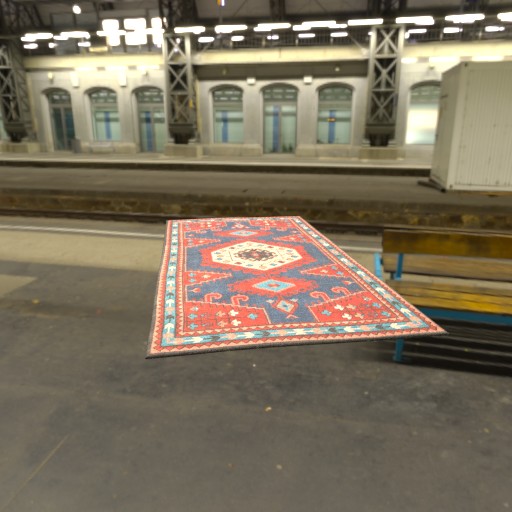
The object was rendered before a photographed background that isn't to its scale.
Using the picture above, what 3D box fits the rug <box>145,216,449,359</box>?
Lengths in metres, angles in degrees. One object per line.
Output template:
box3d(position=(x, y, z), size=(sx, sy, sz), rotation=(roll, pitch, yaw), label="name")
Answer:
box3d(position=(0.000, 0.000, 3.582), size=(1.522, 0.034, 3.032), rotation=(-3, 17, -9), label="rug")
